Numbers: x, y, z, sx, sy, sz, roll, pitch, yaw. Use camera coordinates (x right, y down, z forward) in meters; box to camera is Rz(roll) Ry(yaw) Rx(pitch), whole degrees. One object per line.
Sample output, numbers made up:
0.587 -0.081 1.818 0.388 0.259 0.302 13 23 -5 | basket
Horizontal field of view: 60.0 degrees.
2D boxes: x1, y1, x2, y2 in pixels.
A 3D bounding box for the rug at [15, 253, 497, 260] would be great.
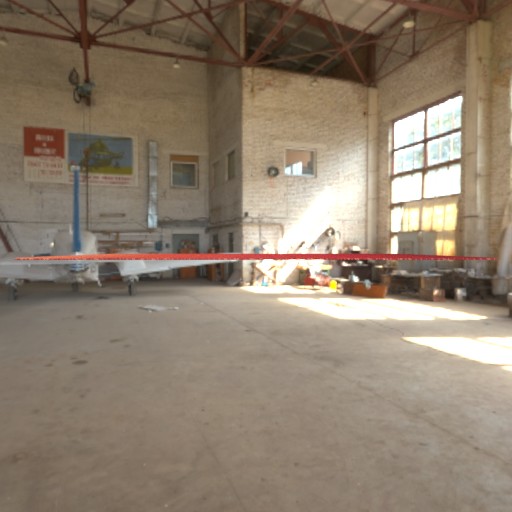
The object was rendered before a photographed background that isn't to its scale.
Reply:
0.000 0.000 2.997 2.442 0.010 1.531 0 1 0 | rug
